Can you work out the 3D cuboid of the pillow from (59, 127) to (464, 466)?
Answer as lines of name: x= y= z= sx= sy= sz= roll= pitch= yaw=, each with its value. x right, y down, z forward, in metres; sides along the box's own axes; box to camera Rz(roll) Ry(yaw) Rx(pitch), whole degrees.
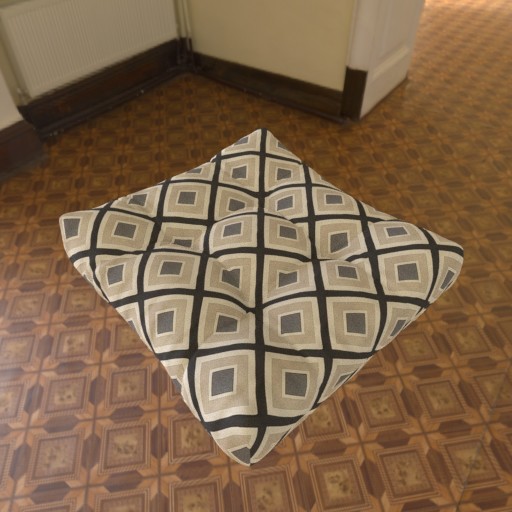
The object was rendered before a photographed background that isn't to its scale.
pillow: x=0.000 y=0.000 z=0.728 sx=0.468 sy=0.128 sz=0.490 roll=-32 pitch=53 yaw=-27
